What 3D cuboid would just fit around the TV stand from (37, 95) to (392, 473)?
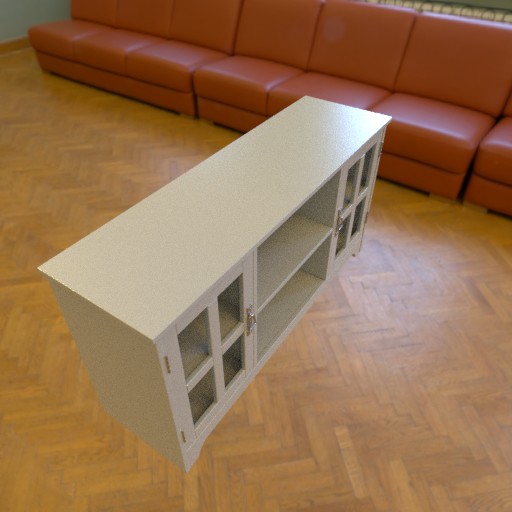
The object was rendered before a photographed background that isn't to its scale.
[{"bbox_3d":[0.000,0.000,1.440,0.344,0.603,1.167,24,47,25],"label":"TV stand"}]
